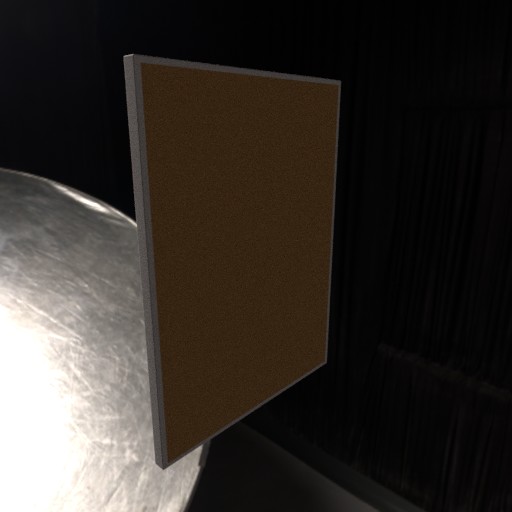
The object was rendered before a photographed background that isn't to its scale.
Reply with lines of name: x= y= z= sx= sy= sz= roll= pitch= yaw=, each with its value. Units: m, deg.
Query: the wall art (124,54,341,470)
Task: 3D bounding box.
wall art: x=0.000 y=0.000 z=1.575 sx=0.046 sy=1.221 sz=0.914 roll=15 pitch=22 yaw=41
